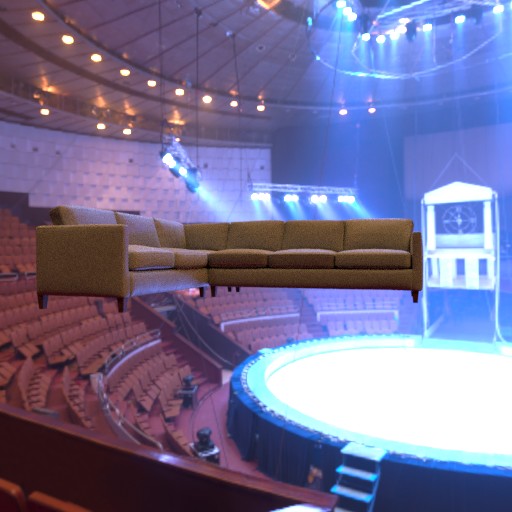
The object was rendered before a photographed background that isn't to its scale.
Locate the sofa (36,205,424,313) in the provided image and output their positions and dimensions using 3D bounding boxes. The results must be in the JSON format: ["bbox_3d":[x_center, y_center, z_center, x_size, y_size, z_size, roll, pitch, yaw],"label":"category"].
[{"bbox_3d":[0.000,0.000,4.591,3.301,0.947,2.592,0,0,18],"label":"sofa"}]
